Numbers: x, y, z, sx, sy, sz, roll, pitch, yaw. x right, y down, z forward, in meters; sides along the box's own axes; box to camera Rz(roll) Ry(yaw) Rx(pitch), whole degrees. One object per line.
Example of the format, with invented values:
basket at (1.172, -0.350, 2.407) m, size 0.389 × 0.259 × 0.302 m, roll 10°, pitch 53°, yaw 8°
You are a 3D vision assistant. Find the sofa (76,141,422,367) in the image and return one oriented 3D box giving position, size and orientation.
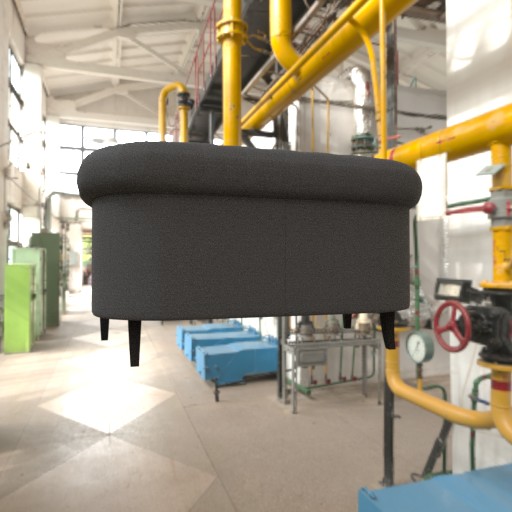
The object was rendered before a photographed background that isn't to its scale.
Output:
sofa at (0.000, 0.000, 2.048) m, size 1.558 × 0.827 × 0.835 m, roll 0°, pitch -1°, yaw -17°
